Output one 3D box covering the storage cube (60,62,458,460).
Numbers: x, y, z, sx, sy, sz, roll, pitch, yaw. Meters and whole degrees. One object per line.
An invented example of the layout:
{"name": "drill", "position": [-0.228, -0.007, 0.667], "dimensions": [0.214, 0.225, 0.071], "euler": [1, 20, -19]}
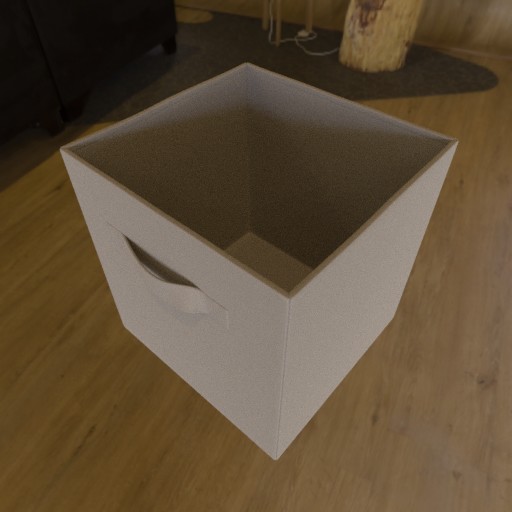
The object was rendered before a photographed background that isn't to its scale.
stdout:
{"name": "storage cube", "position": [0.000, 0.000, 0.498], "dimensions": [0.270, 0.280, 0.270], "euler": [32, 54, 27]}
